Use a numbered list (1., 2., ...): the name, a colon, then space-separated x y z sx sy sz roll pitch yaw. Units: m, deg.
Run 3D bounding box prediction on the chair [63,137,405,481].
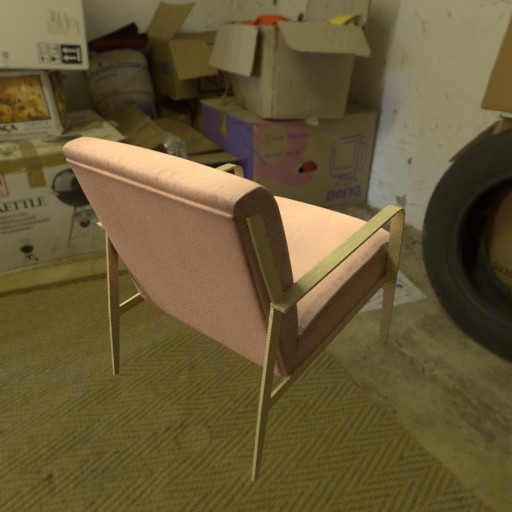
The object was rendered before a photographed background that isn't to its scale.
1. chair: 0.000 0.000 1.431 0.701 0.823 0.848 22 36 34
